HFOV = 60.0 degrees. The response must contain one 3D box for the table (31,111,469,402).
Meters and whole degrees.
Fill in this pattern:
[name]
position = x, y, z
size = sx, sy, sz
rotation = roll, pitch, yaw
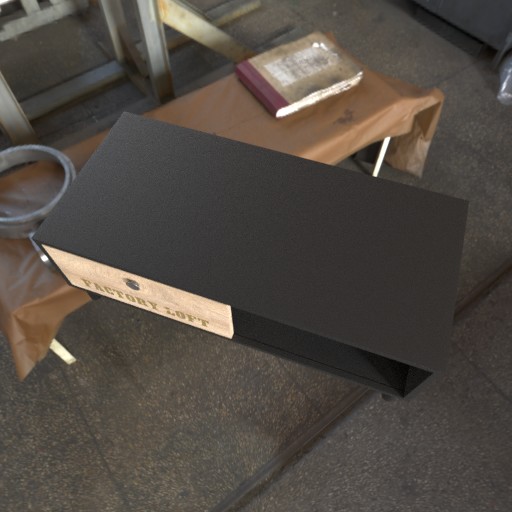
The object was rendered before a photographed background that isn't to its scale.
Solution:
[table]
position = 0.000, 0.000, 1.399
size = 1.100, 0.400, 0.550
rotation = 17, 61, 10
